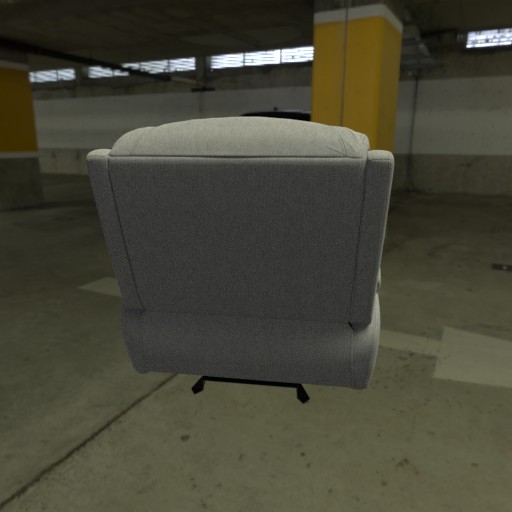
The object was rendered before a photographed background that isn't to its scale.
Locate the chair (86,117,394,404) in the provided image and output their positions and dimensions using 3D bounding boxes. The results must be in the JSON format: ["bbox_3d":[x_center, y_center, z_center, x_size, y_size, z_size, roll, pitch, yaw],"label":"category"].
[{"bbox_3d":[0.000,0.000,1.731,0.930,1.011,0.899,2,15,8],"label":"chair"}]
